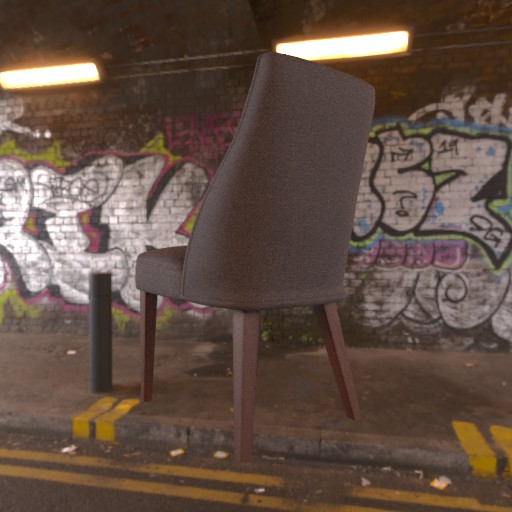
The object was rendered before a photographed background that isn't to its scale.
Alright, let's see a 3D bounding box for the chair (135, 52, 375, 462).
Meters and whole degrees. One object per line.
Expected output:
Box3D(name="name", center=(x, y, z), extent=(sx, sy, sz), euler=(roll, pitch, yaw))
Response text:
Box3D(name="chair", center=(0.000, 0.000, 1.299), extent=(0.500, 0.930, 0.620), euler=(-1, 2, -38))
